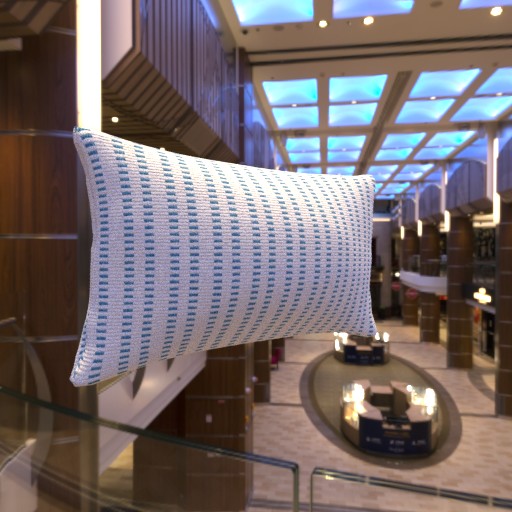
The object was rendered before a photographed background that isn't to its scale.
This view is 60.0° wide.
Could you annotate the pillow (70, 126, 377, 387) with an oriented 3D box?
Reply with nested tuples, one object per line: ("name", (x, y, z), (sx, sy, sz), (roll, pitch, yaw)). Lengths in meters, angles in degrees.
("pillow", (0.000, 0.000, 0.791), (0.640, 0.353, 0.210), (0, 1, -37))
